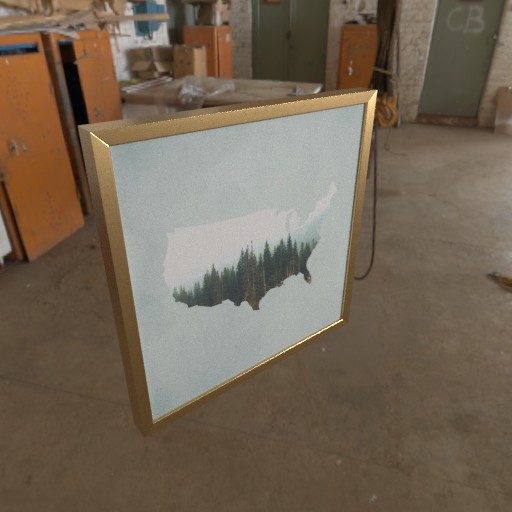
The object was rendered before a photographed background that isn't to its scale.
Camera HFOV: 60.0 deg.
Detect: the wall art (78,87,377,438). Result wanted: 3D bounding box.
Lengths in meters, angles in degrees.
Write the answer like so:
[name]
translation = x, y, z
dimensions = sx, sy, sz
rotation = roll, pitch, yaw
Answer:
[wall art]
translation = 0.000, 0.000, 0.774
dimensions = 0.509, 0.509, 0.040
rotation = -21, 35, -33
